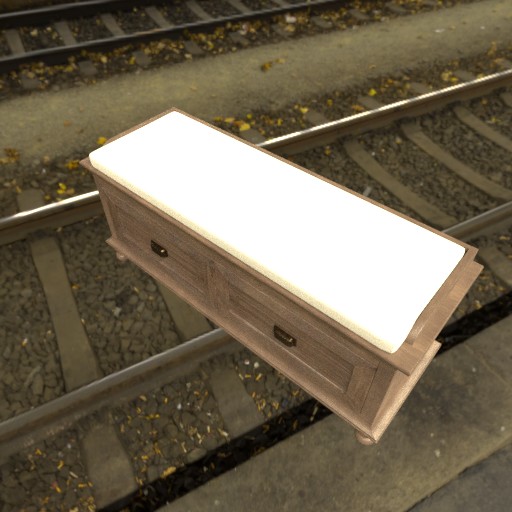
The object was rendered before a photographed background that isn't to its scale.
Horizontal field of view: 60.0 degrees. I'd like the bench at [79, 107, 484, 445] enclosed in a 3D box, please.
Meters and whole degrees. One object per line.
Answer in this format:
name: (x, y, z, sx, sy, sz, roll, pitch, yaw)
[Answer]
bench: (0.000, 0.000, 1.435, 1.185, 0.501, 0.402, 32, 54, 27)
